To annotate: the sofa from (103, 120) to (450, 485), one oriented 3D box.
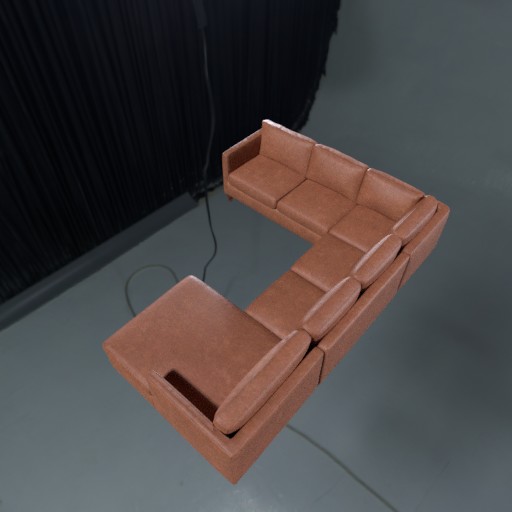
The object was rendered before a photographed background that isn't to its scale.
[{"bbox_3d":[0.000,0.000,4.628,2.593,0.923,3.460,33,55,27],"label":"sofa"}]
